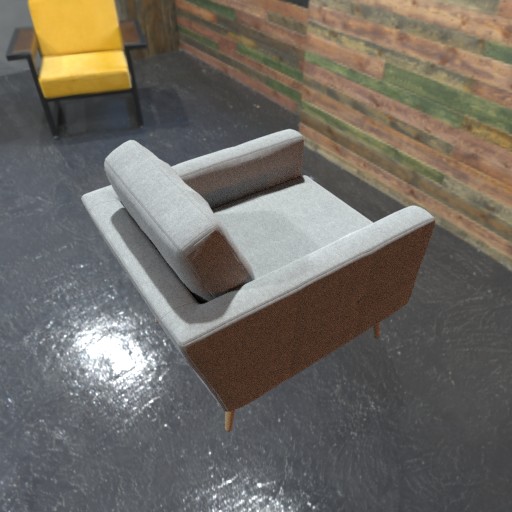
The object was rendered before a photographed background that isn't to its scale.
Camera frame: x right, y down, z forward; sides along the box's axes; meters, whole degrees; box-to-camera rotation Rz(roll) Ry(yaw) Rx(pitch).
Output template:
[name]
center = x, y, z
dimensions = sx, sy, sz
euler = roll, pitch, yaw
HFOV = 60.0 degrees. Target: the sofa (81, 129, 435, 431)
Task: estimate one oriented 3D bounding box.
[sofa]
center = 0.000, 0.000, 1.568
dimensions = 0.920, 0.860, 0.770
euler = -24, 47, -25
